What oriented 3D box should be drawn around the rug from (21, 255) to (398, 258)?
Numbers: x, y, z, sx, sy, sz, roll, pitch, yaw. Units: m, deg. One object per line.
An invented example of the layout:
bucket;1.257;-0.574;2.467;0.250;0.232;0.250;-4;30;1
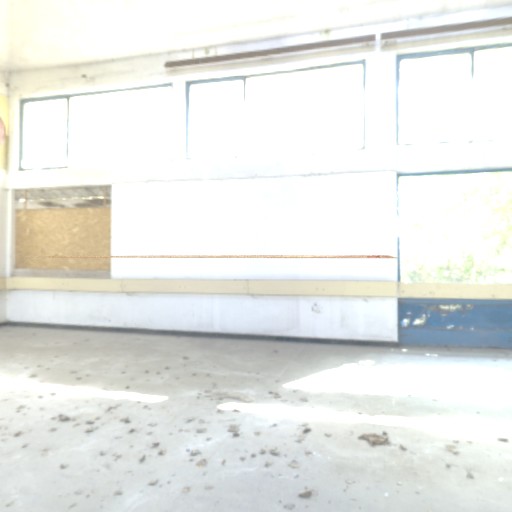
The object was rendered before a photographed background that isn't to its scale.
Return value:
rug;0.000;0.000;4.148;2.460;0.005;3.067;0;0;16
